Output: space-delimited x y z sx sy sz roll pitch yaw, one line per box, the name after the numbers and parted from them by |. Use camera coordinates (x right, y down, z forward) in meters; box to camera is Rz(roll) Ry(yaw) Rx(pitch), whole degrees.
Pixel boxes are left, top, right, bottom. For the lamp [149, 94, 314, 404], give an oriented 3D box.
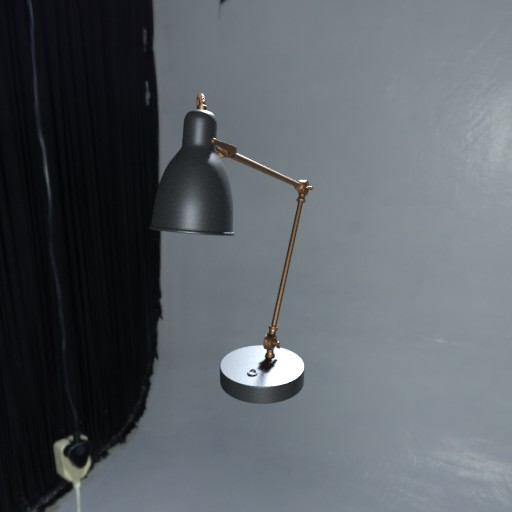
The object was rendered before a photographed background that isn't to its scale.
0.000 0.000 0.889 0.187 0.587 0.561 7 16 26 | lamp
